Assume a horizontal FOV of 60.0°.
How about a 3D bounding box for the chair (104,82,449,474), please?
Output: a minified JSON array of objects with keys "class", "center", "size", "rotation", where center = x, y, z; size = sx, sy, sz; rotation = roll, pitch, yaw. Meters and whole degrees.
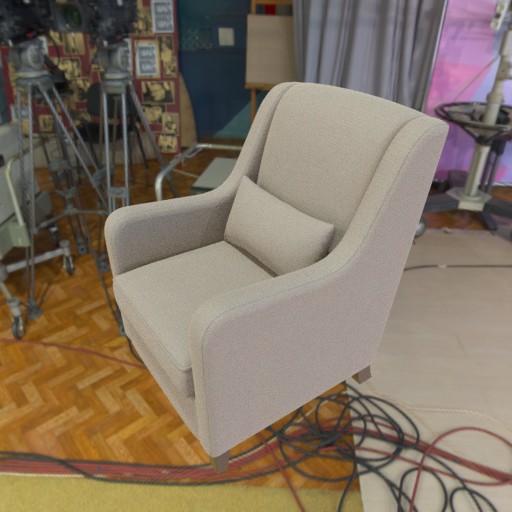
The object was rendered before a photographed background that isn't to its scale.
[{"class":"chair","center":[0.000,0.000,1.560],"size":[0.896,1.017,0.715],"rotation":[-21,38,-29]}]
